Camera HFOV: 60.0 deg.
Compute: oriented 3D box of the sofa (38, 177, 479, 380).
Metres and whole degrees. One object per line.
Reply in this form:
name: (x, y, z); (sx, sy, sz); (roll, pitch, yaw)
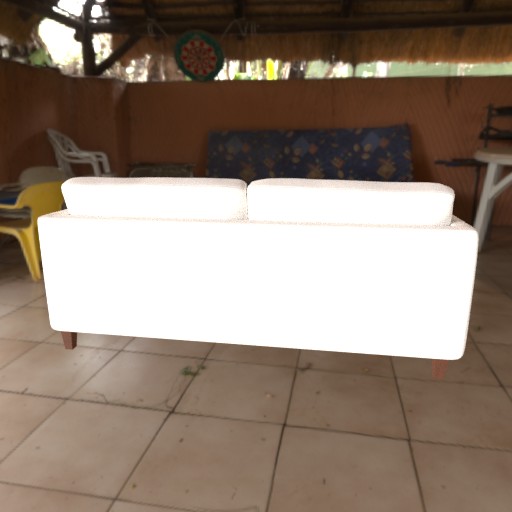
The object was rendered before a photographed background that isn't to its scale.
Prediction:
sofa: (0.000, 0.000, 2.570); (2.139, 0.933, 0.924); (2, 15, 9)
